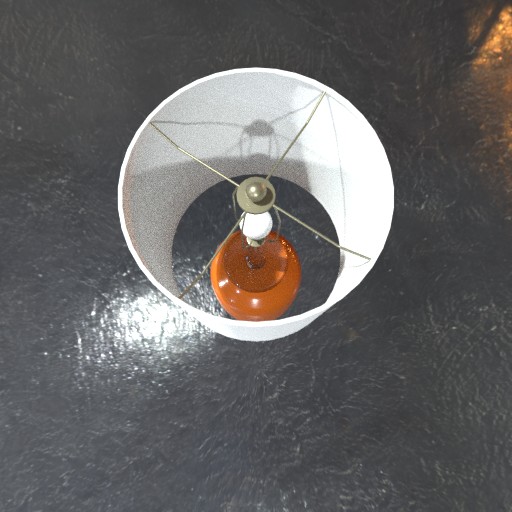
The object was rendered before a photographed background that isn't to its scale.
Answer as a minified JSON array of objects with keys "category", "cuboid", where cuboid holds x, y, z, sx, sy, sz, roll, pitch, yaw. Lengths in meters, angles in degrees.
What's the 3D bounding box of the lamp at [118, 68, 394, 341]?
[{"category":"lamp","cuboid":[0.000,0.000,1.093,0.418,0.871,0.418,-18,77,-4]}]
